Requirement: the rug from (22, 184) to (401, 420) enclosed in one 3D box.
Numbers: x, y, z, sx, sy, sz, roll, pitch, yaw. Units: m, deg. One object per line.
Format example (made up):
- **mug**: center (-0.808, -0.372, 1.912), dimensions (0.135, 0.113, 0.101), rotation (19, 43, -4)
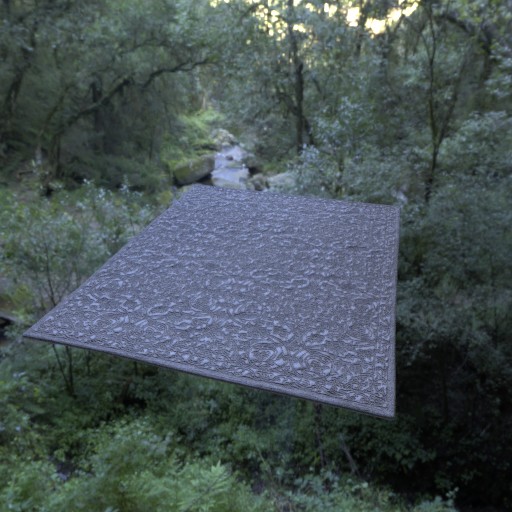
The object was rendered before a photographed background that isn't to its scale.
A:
- **rug**: center (0.000, 0.000, 3.975), dimensions (2.472, 0.035, 3.017), rotation (8, 31, 14)
